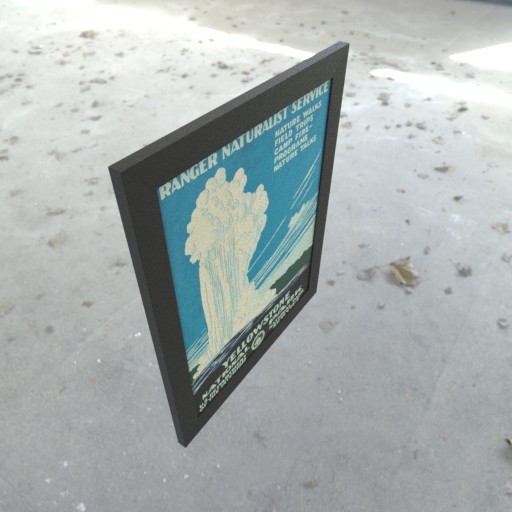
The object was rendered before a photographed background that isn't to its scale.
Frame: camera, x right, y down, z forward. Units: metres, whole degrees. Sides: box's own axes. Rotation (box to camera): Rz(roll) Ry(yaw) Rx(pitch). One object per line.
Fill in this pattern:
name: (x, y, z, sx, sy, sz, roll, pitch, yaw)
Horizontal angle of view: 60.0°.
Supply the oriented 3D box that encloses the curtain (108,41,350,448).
curtain: (0.000, 0.000, 0.772, 0.027, 0.585, 0.483, 26, 48, 26)
